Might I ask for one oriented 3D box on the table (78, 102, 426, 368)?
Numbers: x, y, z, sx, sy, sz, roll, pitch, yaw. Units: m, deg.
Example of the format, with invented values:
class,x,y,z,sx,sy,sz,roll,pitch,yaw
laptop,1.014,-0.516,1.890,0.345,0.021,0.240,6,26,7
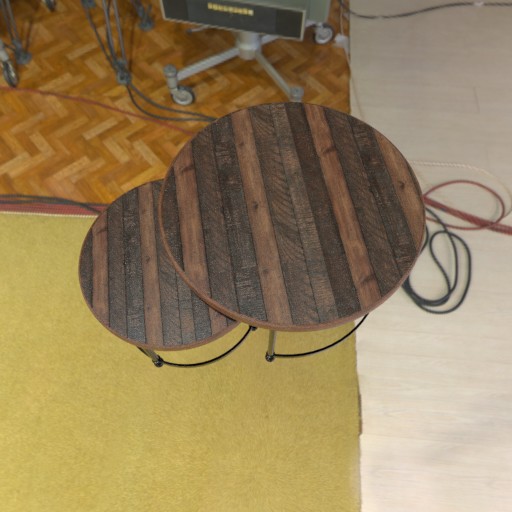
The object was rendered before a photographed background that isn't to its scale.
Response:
class,x,y,z,sx,sy,sz,roll,pitch,yaw
table,0.000,0.000,1.641,1.152,0.516,0.870,-32,68,-14
